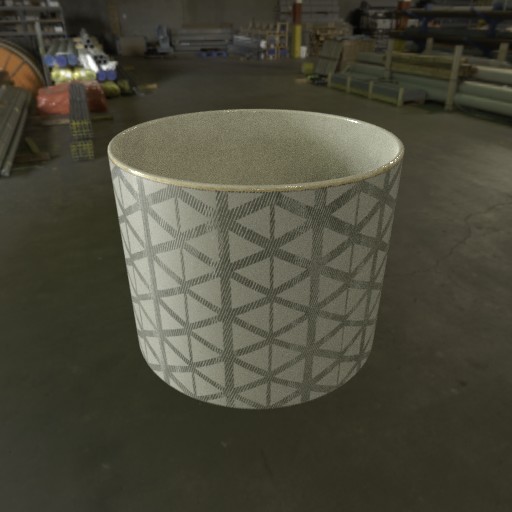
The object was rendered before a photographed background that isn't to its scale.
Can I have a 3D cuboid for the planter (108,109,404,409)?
[{"bbox_3d":[0.000,0.000,0.339,0.190,0.181,0.190,0,29,0],"label":"planter"}]
